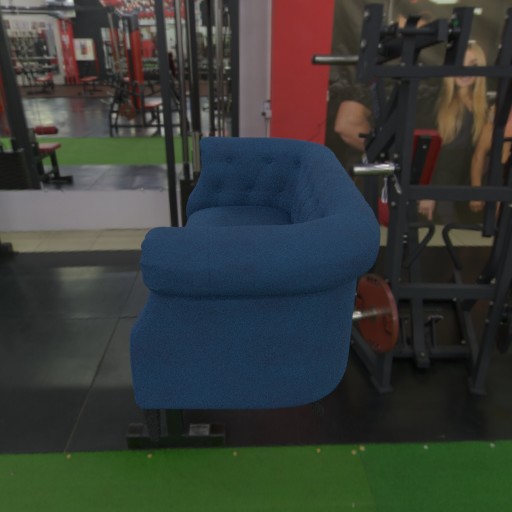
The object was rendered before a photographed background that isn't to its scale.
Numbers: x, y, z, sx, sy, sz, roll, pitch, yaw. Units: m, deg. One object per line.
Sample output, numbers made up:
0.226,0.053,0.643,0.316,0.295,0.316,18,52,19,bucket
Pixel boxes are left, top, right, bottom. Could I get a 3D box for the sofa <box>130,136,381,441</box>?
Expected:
0.000,0.000,2.041,0.835,0.827,1.558,0,26,0,sofa
